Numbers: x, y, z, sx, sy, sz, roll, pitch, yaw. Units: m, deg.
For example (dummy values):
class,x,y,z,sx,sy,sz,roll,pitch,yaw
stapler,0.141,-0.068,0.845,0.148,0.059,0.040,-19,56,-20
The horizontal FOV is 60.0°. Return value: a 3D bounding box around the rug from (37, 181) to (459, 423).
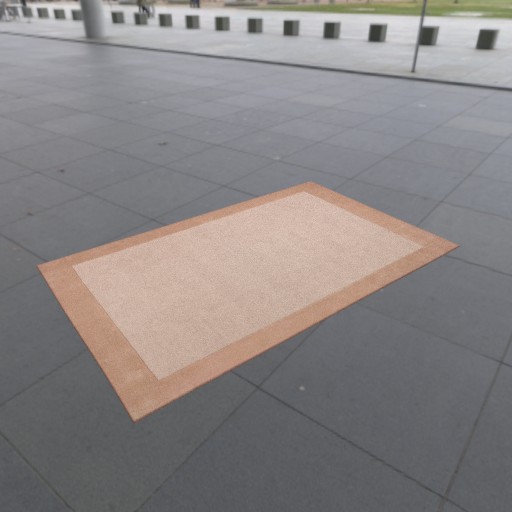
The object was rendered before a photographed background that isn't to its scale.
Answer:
class,x,y,z,sx,sy,sz,roll,pitch,yaw
rug,0.000,0.000,2.995,2.438,0.014,1.524,-21,37,-31
